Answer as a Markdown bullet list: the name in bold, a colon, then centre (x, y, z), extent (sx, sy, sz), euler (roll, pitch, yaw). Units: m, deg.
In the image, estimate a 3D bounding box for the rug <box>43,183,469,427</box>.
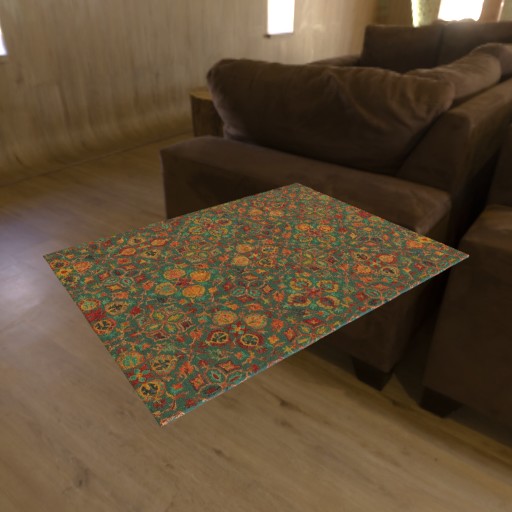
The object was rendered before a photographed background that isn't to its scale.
- **rug**: centre (0.000, 0.000, 4.174), extent (3.204, 0.025, 2.434), euler (-21, 36, -32)
